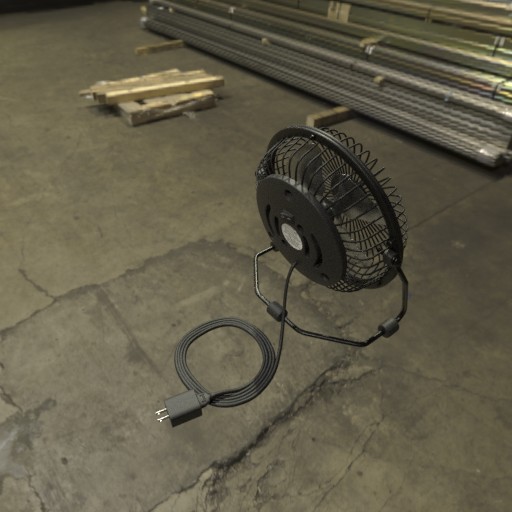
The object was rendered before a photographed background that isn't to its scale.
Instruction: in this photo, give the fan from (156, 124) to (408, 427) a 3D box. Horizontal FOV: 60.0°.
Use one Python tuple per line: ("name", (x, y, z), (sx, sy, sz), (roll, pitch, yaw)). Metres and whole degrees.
("fan", (0.000, 0.000, 0.306), (0.202, 0.152, 0.153), (-26, 47, -28))
